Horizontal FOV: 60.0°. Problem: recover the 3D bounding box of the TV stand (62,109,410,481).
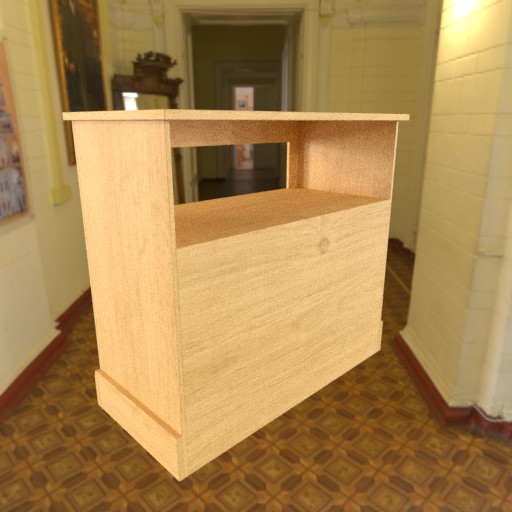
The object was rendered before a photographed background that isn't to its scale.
[{"bbox_3d":[0.000,0.000,1.287,0.851,0.787,0.430,-16,23,-42],"label":"TV stand"}]
